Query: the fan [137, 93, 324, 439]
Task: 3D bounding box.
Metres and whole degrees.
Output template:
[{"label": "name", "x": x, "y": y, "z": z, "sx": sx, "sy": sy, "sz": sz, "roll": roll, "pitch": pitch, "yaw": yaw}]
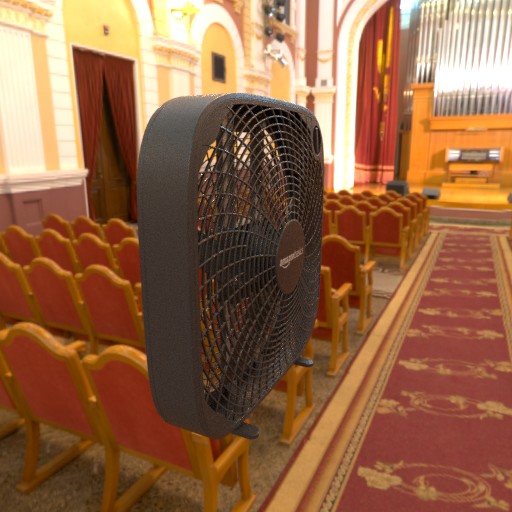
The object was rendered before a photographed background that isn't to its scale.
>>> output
[{"label": "fan", "x": 0.000, "y": 0.000, "z": 0.801, "sx": 0.142, "sy": 0.533, "sz": 0.526, "roll": 7, "pitch": 15, "yaw": 25}]
